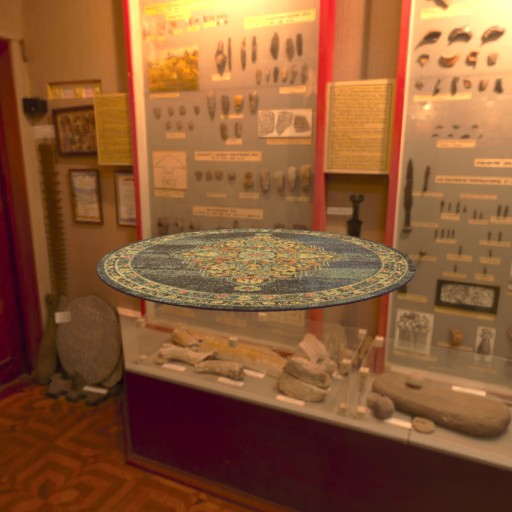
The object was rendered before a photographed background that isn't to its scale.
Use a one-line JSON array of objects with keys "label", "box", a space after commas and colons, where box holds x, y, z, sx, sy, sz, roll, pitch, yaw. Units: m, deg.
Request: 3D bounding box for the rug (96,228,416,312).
[{"label": "rug", "box": [0.000, 0.000, 2.339, 1.591, 0.010, 1.591, 0, 14, 0]}]
